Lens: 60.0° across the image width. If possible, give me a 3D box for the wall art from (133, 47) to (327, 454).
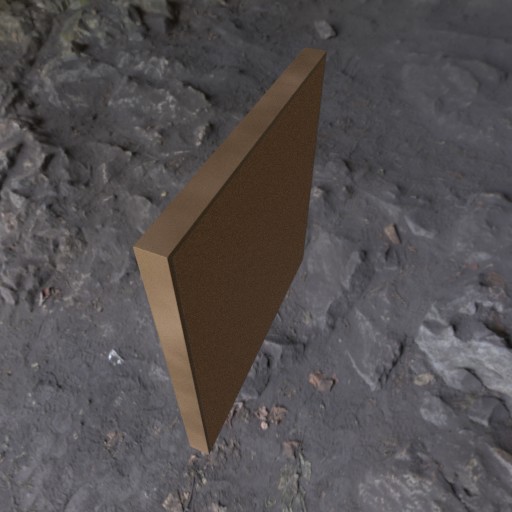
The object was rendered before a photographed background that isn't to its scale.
[{"bbox_3d":[0.000,0.000,0.766,0.038,0.511,0.513,17,49,16],"label":"wall art"}]
